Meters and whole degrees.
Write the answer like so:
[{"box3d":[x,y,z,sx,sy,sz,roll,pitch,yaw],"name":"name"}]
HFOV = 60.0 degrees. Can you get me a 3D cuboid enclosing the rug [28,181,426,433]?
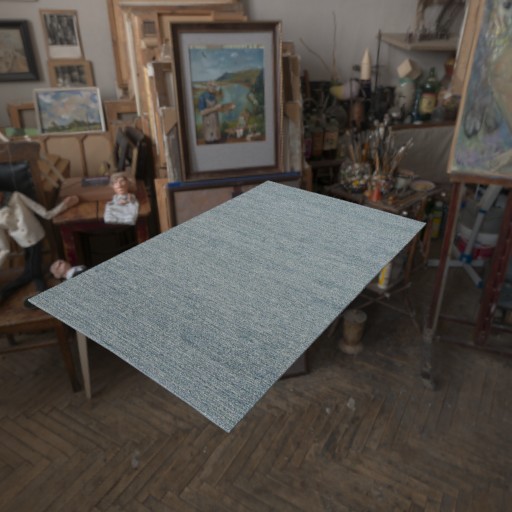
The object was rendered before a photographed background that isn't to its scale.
[{"box3d":[0.000,0.000,2.322,1.174,0.022,1.853,21,37,31],"name":"rug"}]
